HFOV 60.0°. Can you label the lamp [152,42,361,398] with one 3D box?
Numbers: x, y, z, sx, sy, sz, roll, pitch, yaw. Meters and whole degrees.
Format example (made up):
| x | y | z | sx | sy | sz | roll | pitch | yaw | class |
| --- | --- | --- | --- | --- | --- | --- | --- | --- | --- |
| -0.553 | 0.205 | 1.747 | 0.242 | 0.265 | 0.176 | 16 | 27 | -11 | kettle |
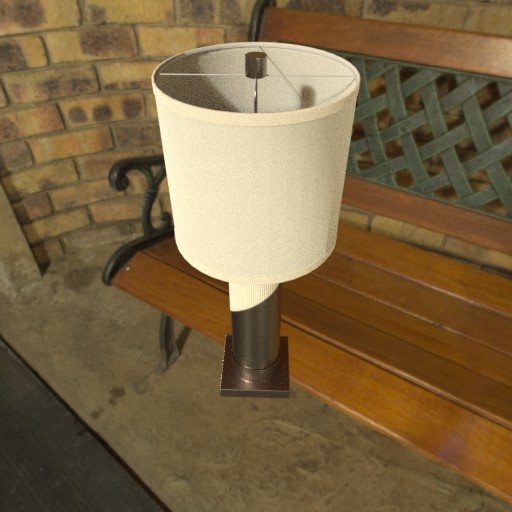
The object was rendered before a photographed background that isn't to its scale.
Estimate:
| x | y | z | sx | sy | sz | roll | pitch | yaw | class |
| --- | --- | --- | --- | --- | --- | --- | --- | --- | --- |
| 0.000 | 0.000 | 0.591 | 0.202 | 0.509 | 0.202 | 1 | 41 | 1 | lamp |
